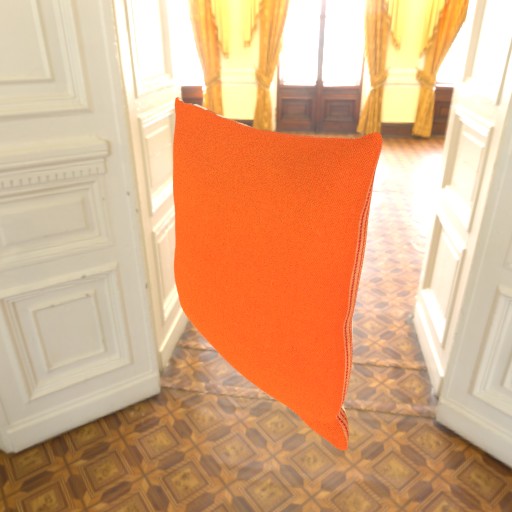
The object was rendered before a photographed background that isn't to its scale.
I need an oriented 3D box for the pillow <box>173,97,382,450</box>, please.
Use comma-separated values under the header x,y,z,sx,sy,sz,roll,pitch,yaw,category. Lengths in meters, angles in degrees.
x,y,z,sx,sy,sz,roll,pitch,yaw,category
0.000,0.000,0.688,0.182,0.441,0.440,-19,32,-33,pillow
